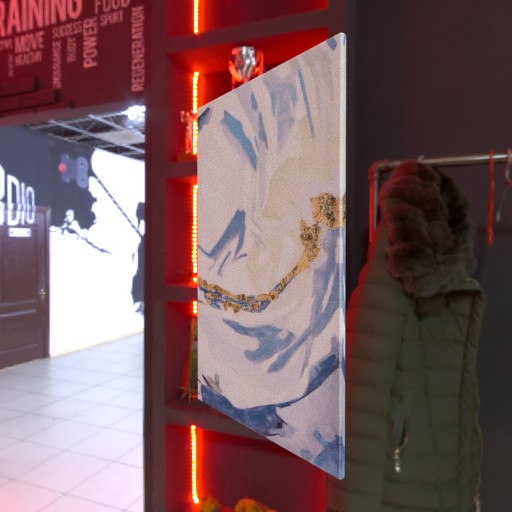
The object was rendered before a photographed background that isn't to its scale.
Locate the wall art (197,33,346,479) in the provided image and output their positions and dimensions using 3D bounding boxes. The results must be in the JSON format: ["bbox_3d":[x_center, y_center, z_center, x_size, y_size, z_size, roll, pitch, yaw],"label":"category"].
[{"bbox_3d":[0.000,0.000,1.153,0.016,0.914,0.610,-1,1,-36],"label":"wall art"}]
